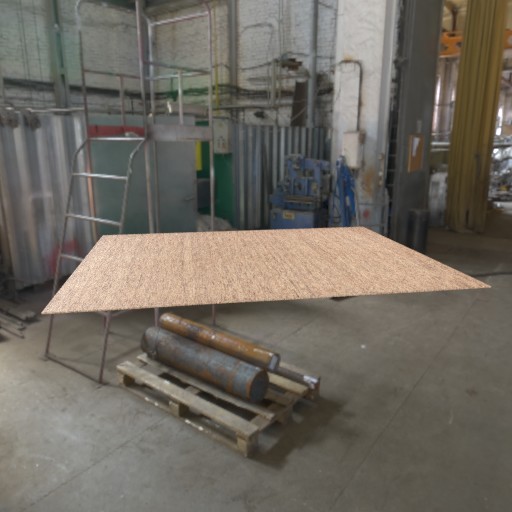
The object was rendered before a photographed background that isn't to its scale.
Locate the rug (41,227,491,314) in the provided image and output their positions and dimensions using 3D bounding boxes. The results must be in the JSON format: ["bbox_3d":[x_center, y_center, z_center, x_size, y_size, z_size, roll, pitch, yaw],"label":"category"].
[{"bbox_3d":[0.000,0.000,4.260,3.205,0.013,2.448,-2,15,-9],"label":"rug"}]
